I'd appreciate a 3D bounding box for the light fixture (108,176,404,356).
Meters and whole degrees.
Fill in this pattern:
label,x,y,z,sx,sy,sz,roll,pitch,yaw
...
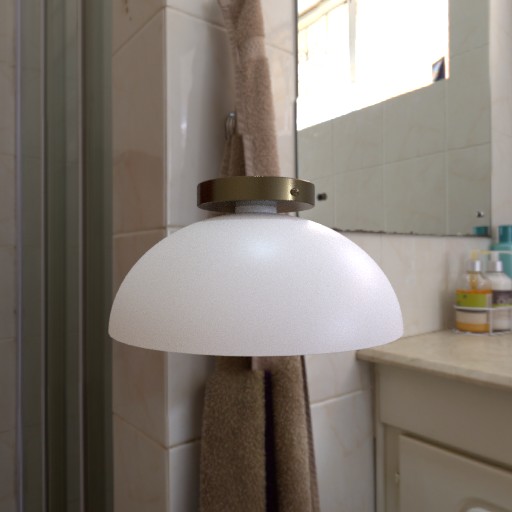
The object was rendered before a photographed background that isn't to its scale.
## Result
label,x,y,z,sx,sy,sz,roll,pitch,yaw
light fixture,0.000,0.000,0.562,0.355,0.177,0.355,0,0,0
